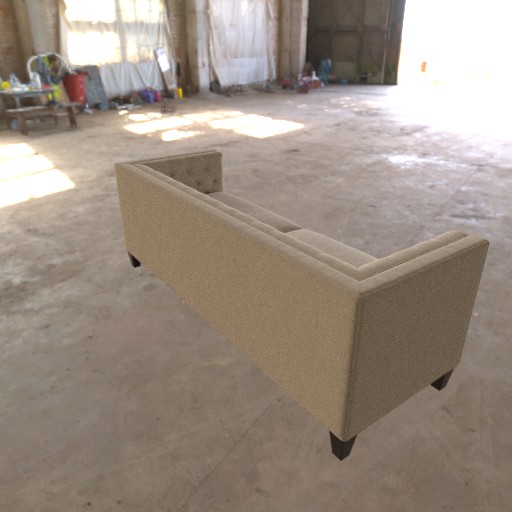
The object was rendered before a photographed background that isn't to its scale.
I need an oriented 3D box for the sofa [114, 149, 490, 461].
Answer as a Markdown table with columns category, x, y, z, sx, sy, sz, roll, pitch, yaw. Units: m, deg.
| category | x | y | z | sx | sy | sz | roll | pitch | yaw |
| --- | --- | --- | --- | --- | --- | --- | --- | --- | --- |
| sofa | 0.000 | 0.000 | 2.523 | 0.775 | 0.762 | 2.159 | -17 | 31 | -32 |
